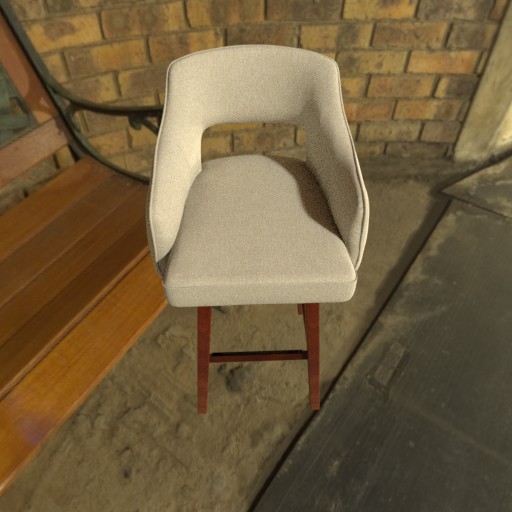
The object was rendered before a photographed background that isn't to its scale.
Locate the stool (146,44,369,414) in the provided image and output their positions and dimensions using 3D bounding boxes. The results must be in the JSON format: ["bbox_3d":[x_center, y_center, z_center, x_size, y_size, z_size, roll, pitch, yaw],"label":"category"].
[{"bbox_3d":[0.000,0.000,1.350,0.550,1.041,0.560,-2,46,-2],"label":"stool"}]
